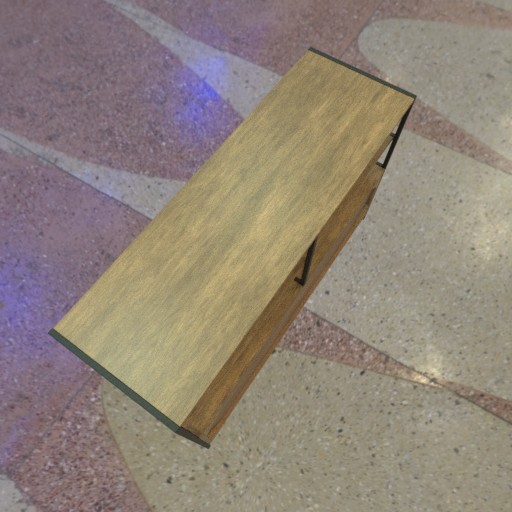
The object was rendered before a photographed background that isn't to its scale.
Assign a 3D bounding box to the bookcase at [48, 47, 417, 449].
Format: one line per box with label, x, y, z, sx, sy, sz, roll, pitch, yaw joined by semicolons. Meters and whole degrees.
bookcase;0.000;0.000;1.494;0.391;0.712;1.149;32;68;14
